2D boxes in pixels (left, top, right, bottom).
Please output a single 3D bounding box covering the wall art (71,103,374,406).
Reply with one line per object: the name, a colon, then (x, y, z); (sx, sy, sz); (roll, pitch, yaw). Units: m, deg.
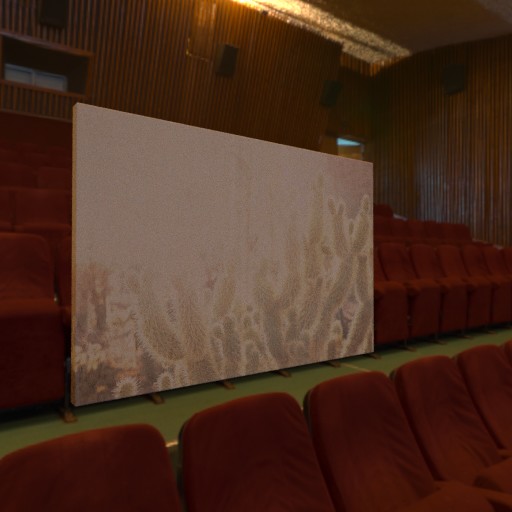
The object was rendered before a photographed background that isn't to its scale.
wall art: (0.000, 0.000, 1.457); (1.142, 0.758, 0.041); (1, -1, -36)
